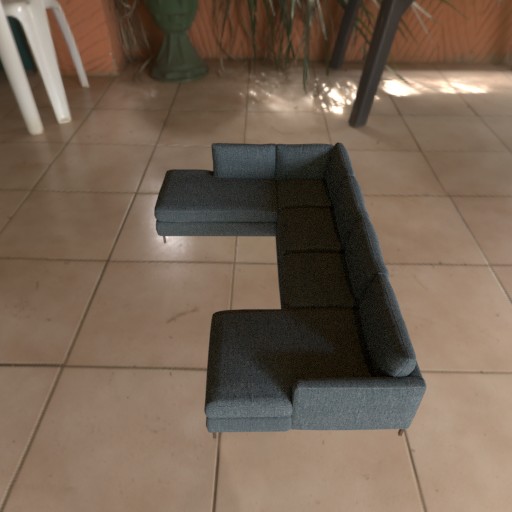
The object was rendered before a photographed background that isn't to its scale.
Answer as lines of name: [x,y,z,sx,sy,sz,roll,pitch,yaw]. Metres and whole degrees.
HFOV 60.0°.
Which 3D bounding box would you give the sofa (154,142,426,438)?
sofa: [0.000,0.000,3.566,1.879,0.753,2.737,0,40,0]
